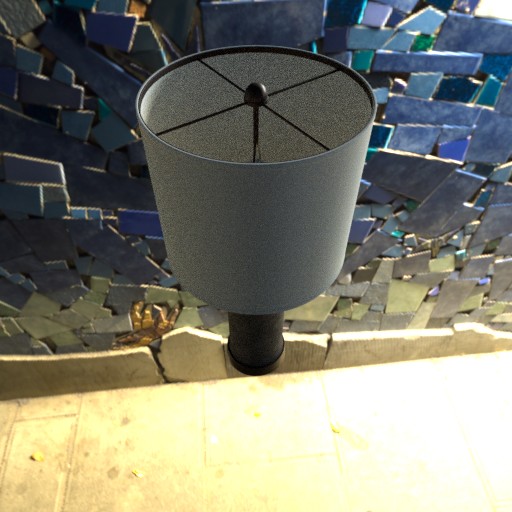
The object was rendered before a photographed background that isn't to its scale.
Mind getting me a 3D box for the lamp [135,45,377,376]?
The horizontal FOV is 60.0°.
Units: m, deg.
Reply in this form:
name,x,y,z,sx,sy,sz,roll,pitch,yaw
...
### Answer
name,x,y,z,sx,sy,sz,roll,pitch,yaw
lamp,0.000,0.000,0.781,0.301,0.630,0.301,7,48,6
